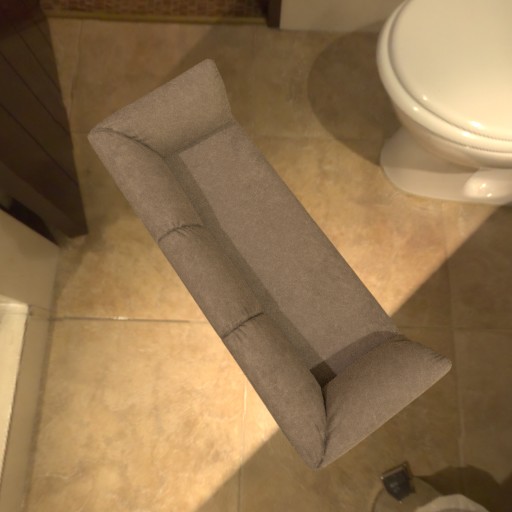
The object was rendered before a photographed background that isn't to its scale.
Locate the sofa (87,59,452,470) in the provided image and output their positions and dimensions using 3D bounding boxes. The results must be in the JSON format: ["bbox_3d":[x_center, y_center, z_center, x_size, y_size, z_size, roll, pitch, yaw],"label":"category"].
[{"bbox_3d":[0.000,0.000,2.687,0.899,0.758,2.238,-34,78,-8],"label":"sofa"}]
